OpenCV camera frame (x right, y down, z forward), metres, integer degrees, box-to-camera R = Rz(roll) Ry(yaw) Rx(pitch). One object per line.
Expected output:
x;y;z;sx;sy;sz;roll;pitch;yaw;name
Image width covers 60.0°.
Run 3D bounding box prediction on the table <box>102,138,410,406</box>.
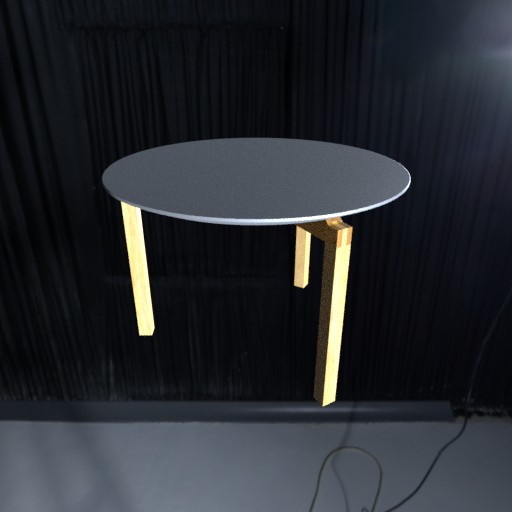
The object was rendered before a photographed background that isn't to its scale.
0.000;0.000;0.990;0.600;0.405;0.600;0;26;0;table
